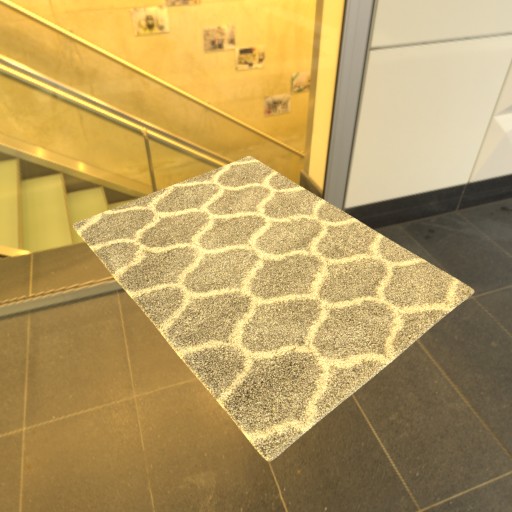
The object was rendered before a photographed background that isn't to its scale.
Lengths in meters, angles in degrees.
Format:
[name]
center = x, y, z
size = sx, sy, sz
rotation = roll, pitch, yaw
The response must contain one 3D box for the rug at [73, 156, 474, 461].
[rug]
center = 0.000, 0.000, 2.142
size = 1.200, 0.025, 1.600
rotation = -28, 48, -29
